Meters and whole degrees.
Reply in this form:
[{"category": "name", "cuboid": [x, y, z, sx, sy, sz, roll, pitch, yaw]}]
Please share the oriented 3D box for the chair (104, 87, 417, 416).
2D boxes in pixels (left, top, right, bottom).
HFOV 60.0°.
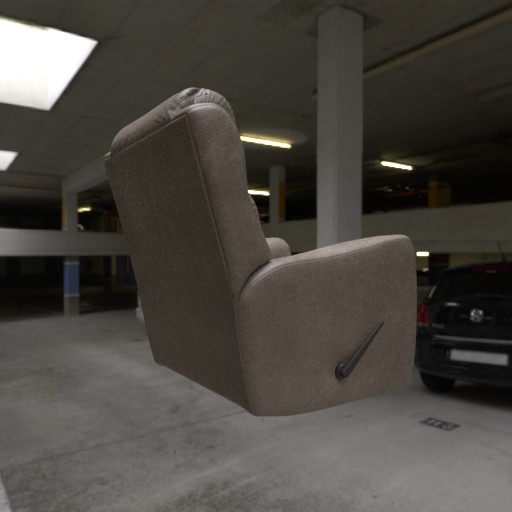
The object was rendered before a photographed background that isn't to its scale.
[{"category": "chair", "cuboid": [0.000, 0.000, 1.916, 1.068, 1.116, 0.967, 0, 1, -35]}]
